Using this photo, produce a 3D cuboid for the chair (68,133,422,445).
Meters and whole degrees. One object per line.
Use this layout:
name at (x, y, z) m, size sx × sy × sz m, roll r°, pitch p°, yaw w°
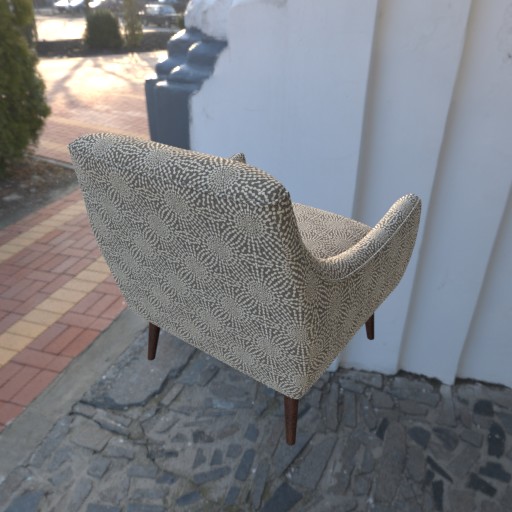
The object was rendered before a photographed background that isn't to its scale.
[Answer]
chair at (0.000, 0.000, 1.392) m, size 0.762 × 0.838 × 0.787 m, roll 20°, pitch 36°, yaw 31°
